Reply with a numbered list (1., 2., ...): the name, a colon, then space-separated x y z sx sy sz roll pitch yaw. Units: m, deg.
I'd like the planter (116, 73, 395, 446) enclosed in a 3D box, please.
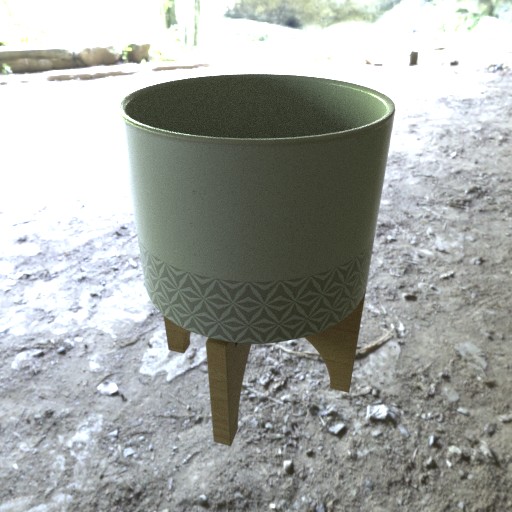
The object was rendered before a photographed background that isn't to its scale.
1. planter: 0.000 0.000 0.378 0.188 0.260 0.188 0 32 0
